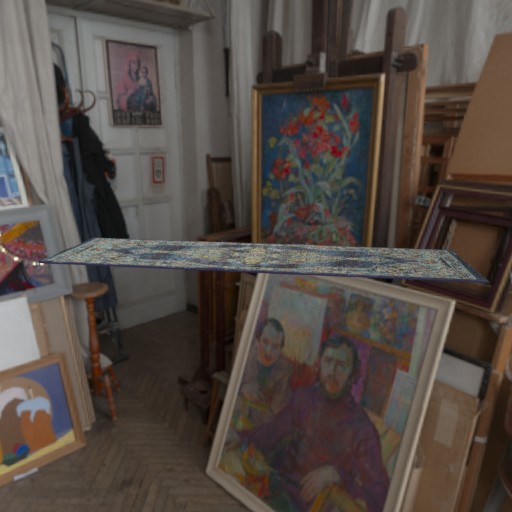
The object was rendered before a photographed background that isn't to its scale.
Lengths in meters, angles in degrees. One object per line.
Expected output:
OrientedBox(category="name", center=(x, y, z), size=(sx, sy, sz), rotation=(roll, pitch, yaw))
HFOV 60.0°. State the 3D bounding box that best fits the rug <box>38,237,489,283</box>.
OrientedBox(category="rug", center=(0.000, 0.000, 2.505), size=(2.283, 0.016, 0.602), rotation=(2, 15, 8))
